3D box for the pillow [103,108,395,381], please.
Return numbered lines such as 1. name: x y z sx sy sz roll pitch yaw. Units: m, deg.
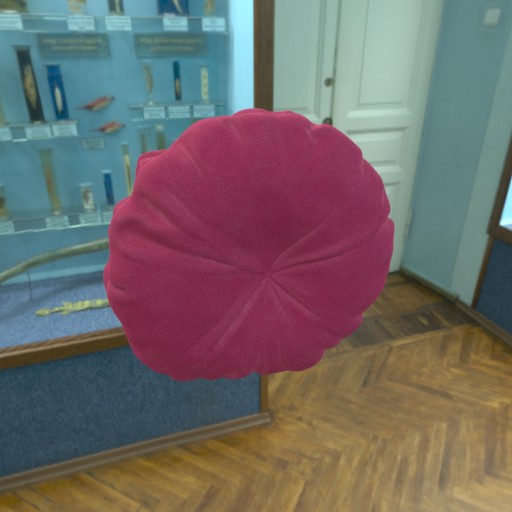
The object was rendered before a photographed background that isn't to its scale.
1. pillow: 0.000 0.000 0.641 0.428 0.407 0.148 -7 27 -14
